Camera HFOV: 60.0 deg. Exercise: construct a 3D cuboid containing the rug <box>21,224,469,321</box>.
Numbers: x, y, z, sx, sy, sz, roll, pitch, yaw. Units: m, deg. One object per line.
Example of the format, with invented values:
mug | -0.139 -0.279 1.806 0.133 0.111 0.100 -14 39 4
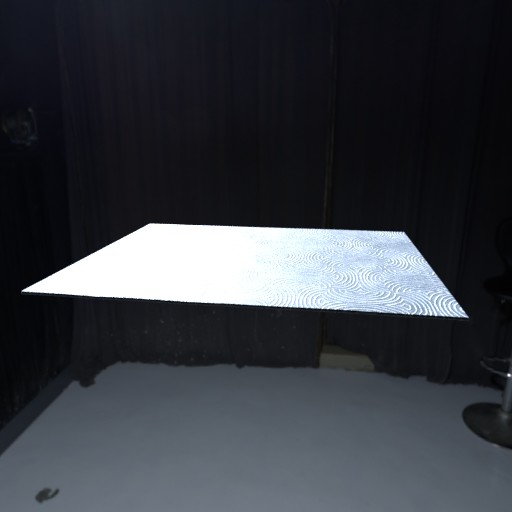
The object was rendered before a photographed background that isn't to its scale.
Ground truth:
rug | 0.000 0.000 4.114 3.042 0.021 2.456 2 16 9
